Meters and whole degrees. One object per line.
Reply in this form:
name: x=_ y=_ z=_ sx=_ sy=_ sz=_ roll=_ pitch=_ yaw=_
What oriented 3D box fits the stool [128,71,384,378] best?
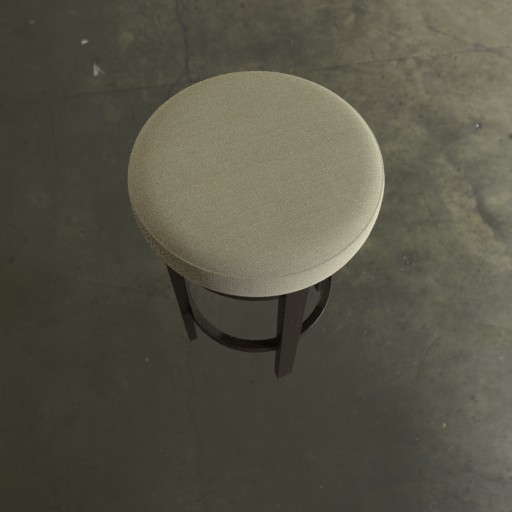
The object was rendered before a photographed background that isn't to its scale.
stool: x=0.000 y=0.000 z=1.044 sx=0.446 sy=0.758 sz=0.446 roll=0 pitch=64 yaw=0
